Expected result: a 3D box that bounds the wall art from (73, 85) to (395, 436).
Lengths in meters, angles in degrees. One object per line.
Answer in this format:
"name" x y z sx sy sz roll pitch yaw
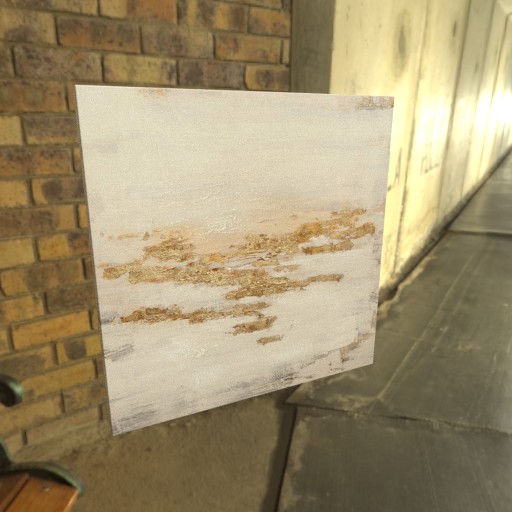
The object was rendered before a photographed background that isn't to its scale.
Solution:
"wall art" 0.000 0.000 0.882 0.611 0.613 0.040 -8 18 -24
